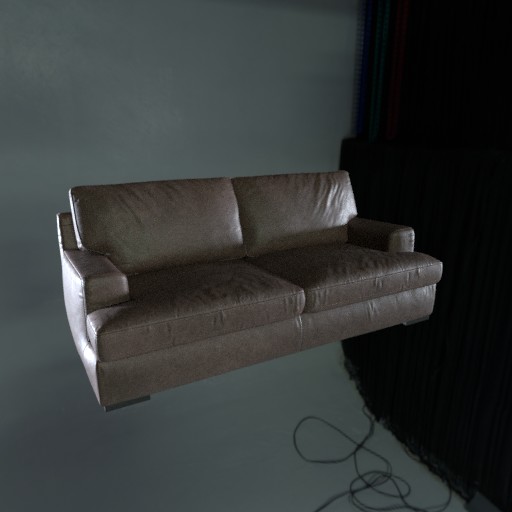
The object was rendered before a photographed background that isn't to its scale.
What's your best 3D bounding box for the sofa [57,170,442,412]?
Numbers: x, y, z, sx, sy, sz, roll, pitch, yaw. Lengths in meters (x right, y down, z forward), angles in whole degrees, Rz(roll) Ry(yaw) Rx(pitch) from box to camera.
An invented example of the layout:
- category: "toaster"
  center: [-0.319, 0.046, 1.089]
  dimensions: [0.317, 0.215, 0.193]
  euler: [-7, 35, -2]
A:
- category: "sofa"
  center: [0.000, 0.000, 2.831]
  dimensions: [2.261, 0.941, 1.143]
  euler: [-9, 19, -27]
